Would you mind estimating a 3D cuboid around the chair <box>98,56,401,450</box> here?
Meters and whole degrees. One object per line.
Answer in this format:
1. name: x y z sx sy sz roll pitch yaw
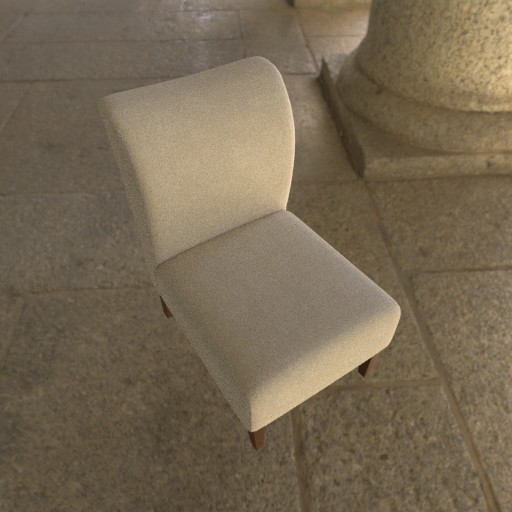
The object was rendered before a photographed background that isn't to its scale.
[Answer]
1. chair: 0.000 0.000 1.320 0.521 0.833 0.754 -25 51 -22
